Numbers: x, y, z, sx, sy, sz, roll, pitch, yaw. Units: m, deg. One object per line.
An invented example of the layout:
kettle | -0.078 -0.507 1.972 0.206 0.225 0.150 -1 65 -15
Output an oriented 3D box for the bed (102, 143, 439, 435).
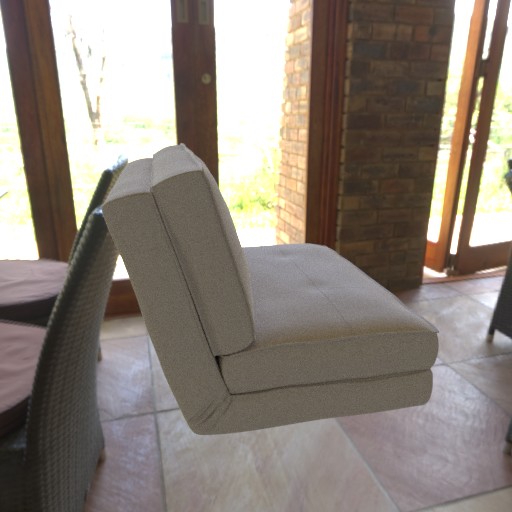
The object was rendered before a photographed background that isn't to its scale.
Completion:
bed | 0.000 0.000 1.305 0.749 0.614 0.799 -4 18 -12
